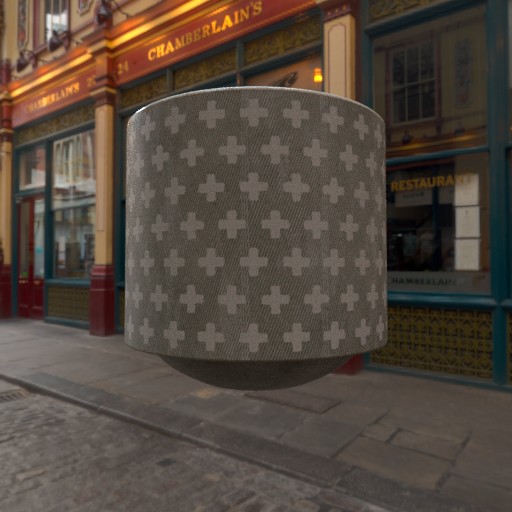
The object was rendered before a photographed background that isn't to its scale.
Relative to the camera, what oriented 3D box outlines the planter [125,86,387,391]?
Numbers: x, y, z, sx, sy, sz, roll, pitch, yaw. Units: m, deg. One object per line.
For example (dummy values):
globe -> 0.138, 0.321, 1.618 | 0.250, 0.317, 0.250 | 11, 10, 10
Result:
planter -> 0.000, 0.000, 0.442 | 0.250, 0.239, 0.250 | 0, -2, 0
